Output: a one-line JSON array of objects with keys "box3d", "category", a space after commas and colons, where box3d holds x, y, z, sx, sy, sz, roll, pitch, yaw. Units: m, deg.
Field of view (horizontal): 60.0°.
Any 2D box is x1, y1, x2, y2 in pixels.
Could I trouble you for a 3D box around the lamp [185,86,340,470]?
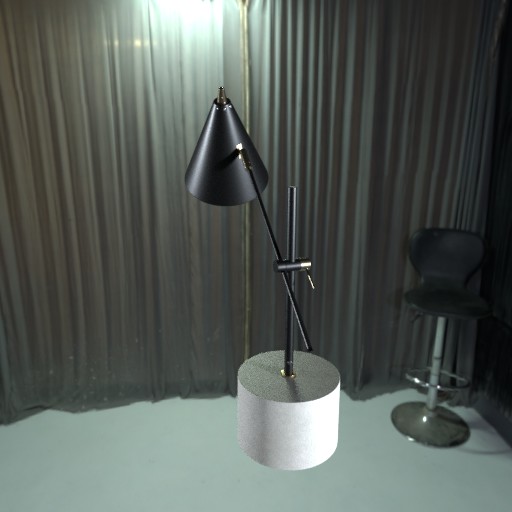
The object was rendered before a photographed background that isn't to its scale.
[{"box3d": [0.000, 0.000, 0.713, 0.214, 0.518, 0.403, -2, 15, -9], "category": "lamp"}]
